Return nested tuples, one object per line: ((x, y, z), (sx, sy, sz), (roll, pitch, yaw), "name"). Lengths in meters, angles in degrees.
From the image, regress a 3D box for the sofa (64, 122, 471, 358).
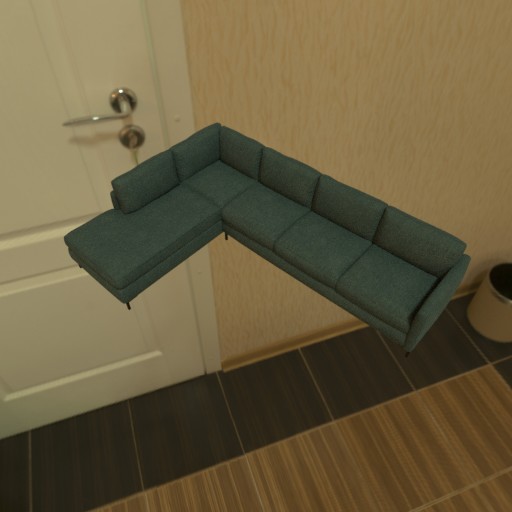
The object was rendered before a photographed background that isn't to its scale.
((0.000, 0.000, 3.853), (2.949, 0.815, 2.007), (33, 55, 27), "sofa")
